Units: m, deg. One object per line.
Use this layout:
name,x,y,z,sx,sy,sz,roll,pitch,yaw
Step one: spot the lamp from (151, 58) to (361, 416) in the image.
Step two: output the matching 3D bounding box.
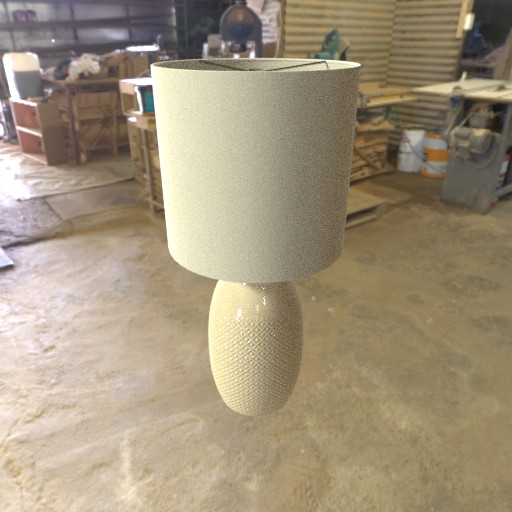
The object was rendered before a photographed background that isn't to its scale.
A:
lamp,0.000,0.000,0.567,0.217,0.453,0.217,-20,33,-34
